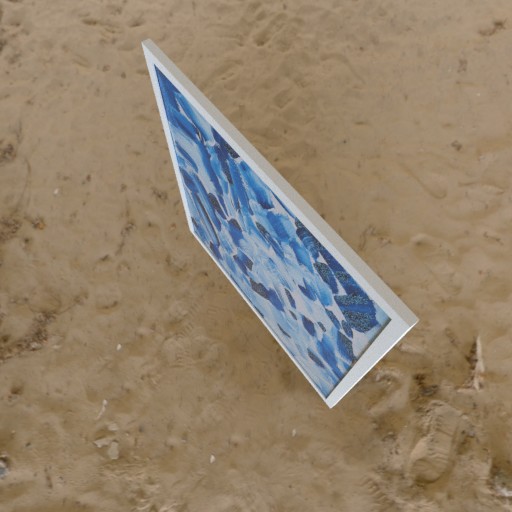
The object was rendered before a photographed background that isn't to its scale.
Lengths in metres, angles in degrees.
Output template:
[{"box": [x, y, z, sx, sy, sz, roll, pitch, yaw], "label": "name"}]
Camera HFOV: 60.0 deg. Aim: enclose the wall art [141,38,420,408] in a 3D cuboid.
[{"box": [0.000, 0.000, 0.669, 0.012, 0.457, 0.457, -34, 68, -16], "label": "wall art"}]
